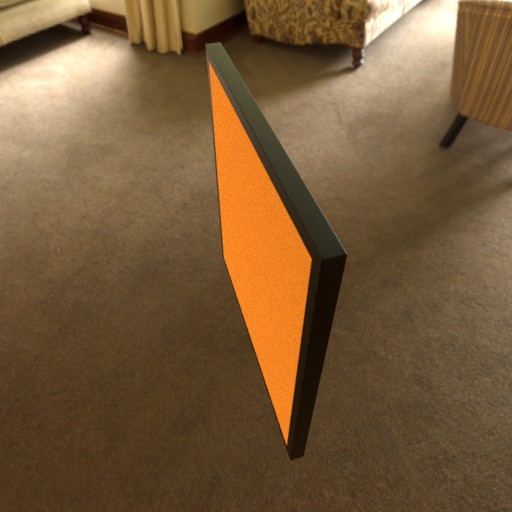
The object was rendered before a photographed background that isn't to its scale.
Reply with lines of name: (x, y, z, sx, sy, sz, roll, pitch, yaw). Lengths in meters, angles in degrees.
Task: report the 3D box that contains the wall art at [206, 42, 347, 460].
wall art: (0.000, 0.000, 1.119, 0.038, 0.761, 0.755, -12, 48, -11)
